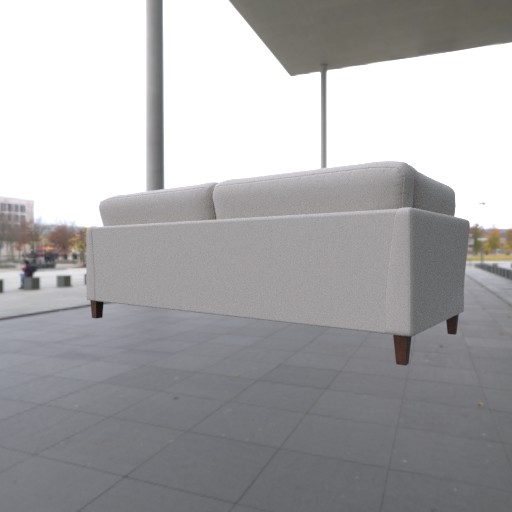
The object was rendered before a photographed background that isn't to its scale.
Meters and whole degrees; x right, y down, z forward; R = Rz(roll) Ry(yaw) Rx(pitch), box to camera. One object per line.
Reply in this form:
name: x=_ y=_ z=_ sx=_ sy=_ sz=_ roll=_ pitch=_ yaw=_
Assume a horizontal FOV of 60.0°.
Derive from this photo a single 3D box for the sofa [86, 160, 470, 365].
sofa: x=0.000 y=0.000 z=2.785 sx=2.301 sy=0.863 sz=0.957 roll=0 pitch=1 yaw=37
